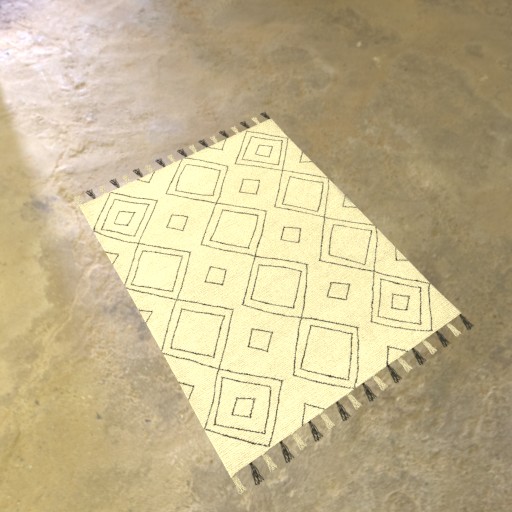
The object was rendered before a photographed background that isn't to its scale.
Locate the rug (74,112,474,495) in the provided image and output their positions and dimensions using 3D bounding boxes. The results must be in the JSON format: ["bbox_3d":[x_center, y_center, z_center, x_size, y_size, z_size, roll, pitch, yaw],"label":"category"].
[{"bbox_3d":[0.000,0.000,4.147,2.342,0.026,3.221,-29,63,-17],"label":"rug"}]
